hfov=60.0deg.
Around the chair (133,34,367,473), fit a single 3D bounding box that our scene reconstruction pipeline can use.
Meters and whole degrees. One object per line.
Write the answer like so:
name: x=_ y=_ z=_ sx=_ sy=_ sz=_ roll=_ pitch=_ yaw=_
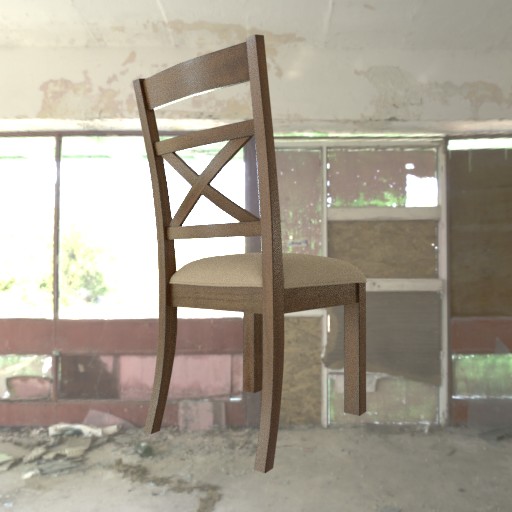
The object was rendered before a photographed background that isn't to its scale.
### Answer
chair: x=0.000 y=0.000 z=1.276 sx=0.461 sy=0.949 sz=0.581 roll=-1 pitch=-1 yaw=36
